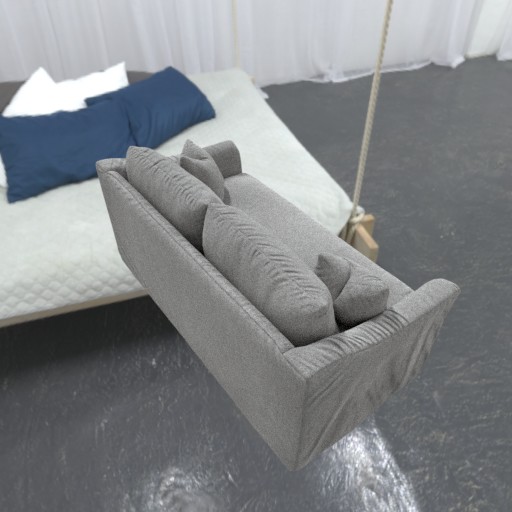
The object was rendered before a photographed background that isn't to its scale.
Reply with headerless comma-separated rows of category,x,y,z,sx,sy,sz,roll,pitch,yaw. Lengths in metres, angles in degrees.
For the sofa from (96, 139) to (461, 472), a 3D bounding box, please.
sofa,0.000,0.000,2.662,1.072,1.018,2.010,-27,48,-27
